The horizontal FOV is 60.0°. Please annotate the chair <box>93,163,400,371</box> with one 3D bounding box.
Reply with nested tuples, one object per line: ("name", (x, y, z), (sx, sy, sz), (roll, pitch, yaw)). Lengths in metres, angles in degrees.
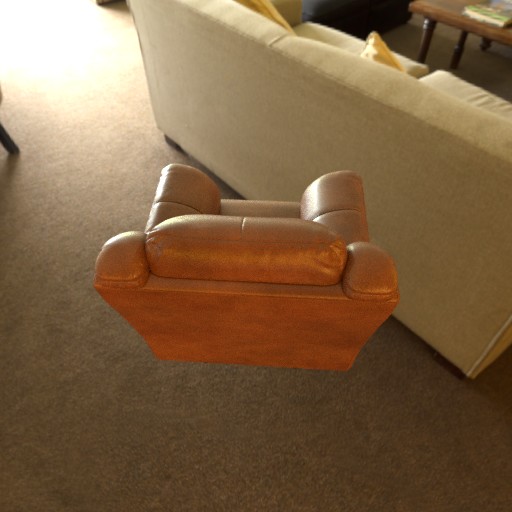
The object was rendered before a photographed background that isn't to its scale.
("chair", (0.000, 0.000, 1.929), (0.990, 1.093, 1.041), (3, 48, 2))
